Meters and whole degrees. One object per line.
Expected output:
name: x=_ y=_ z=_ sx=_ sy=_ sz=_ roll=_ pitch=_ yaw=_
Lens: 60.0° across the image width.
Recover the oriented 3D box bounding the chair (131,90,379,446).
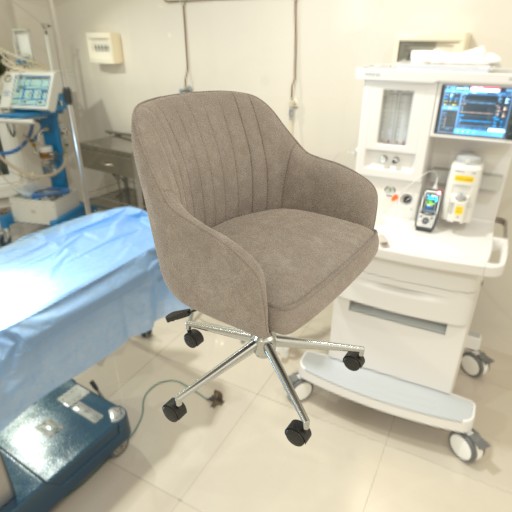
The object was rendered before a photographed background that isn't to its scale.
chair: x=0.000 y=0.000 z=1.255 sx=0.573 sy=0.831 sz=0.635 roll=18 pitch=32 yaw=31
